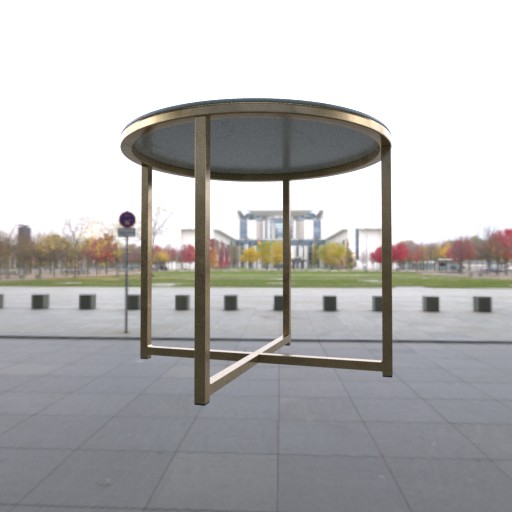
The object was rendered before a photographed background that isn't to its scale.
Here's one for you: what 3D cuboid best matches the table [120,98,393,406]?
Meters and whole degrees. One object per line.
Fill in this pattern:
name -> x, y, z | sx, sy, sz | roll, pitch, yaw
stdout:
table -> 0.000, 0.000, 0.848 | 0.500, 0.420, 0.500 | 0, -1, 0
